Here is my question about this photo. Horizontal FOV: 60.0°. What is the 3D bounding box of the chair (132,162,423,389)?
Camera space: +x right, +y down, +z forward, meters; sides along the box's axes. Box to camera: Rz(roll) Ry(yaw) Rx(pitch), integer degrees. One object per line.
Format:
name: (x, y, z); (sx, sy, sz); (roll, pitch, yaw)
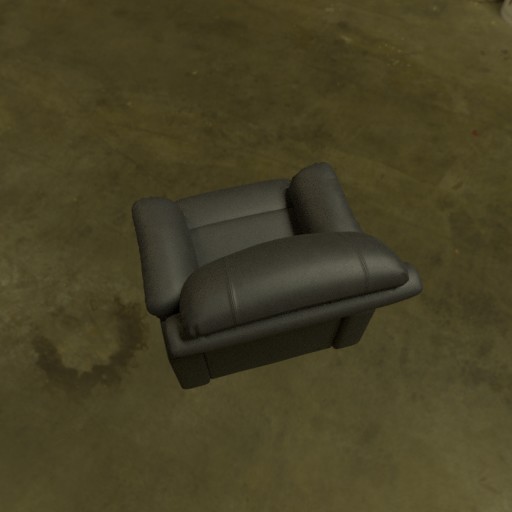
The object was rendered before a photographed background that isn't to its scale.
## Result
chair: (0.000, 0.000, 1.678); (0.855, 0.992, 0.919); (-13, 58, -8)
